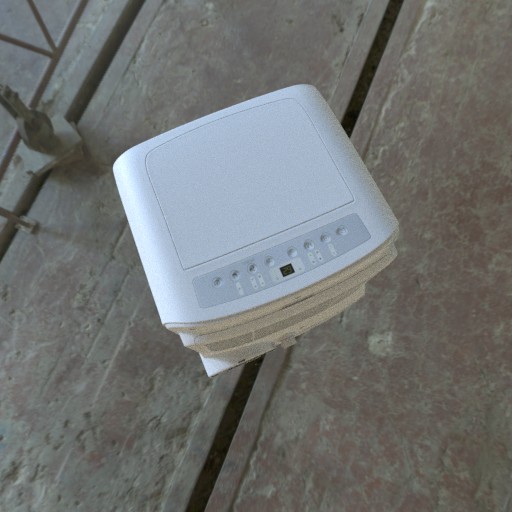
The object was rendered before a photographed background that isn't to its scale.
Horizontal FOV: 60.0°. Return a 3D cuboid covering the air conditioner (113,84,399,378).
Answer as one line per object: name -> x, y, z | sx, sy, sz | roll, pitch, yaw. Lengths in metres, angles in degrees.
air conditioner -> 0.000, 0.000, 1.104 | 0.478, 0.765, 0.467 | -23, 77, -5
